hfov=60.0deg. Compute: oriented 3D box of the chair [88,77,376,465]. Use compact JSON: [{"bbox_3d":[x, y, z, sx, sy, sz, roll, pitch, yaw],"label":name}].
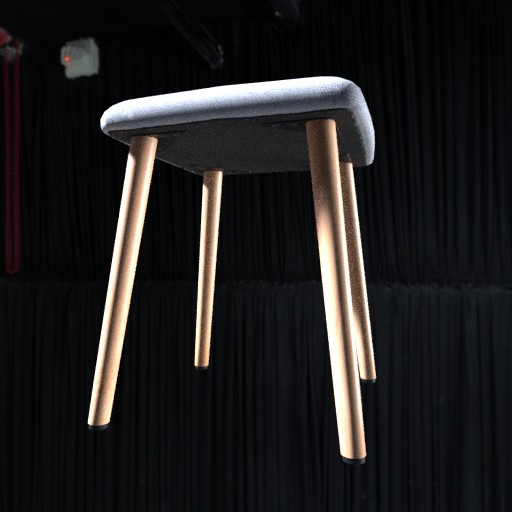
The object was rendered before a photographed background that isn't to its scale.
[{"bbox_3d":[0.000,0.000,0.677,0.350,0.440,0.350,0,0,17],"label":"chair"}]
